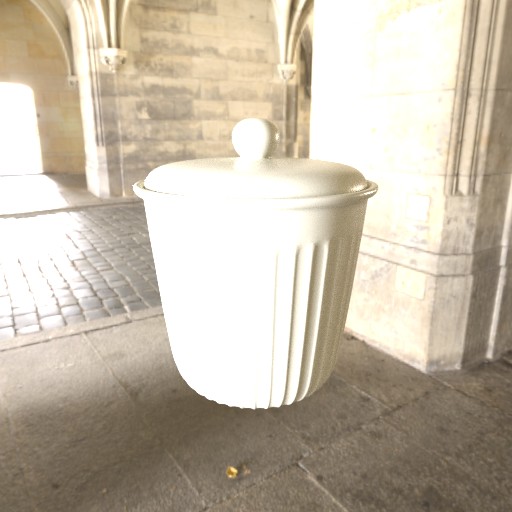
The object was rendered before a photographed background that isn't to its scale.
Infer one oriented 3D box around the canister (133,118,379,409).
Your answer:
[{"bbox_3d":[0.000,0.000,0.354,0.181,0.211,0.181,0,16,0],"label":"canister"}]
